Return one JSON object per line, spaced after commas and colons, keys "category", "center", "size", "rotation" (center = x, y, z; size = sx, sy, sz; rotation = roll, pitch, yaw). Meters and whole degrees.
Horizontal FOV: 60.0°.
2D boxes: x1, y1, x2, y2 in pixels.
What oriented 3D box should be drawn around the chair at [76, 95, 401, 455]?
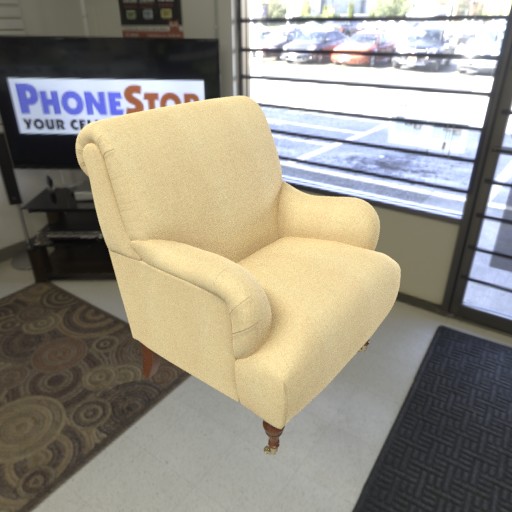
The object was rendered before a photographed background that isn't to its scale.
{"category": "chair", "center": [0.000, 0.000, 1.533], "size": [0.842, 0.944, 0.766], "rotation": [20, 34, 33]}
